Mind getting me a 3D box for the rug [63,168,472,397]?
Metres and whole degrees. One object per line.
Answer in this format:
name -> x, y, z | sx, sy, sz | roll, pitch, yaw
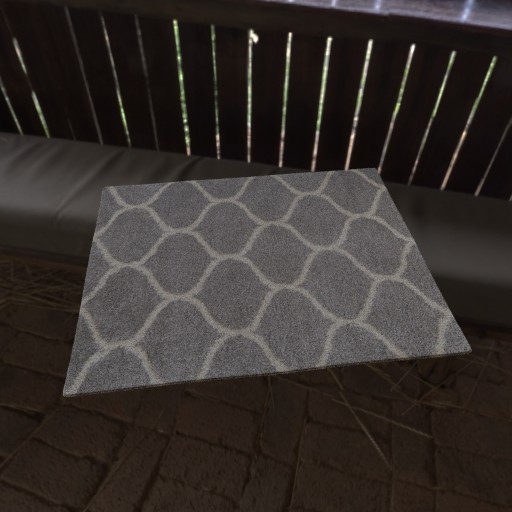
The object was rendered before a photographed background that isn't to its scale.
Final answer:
rug -> 0.000, 0.000, 4.033 | 3.000, 0.026, 2.399 | -5, 46, -5
